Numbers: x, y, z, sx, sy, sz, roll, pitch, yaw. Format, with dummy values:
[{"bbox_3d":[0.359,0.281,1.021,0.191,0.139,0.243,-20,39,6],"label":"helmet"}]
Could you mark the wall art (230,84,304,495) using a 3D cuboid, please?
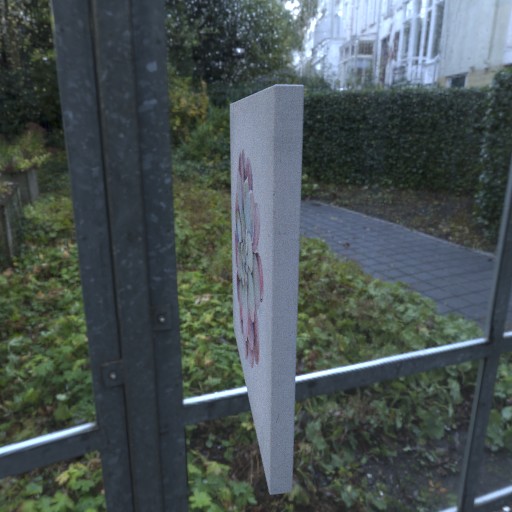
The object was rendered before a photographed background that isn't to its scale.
[{"bbox_3d":[0.000,0.000,0.900,0.044,0.605,0.605,-2,17,-8],"label":"wall art"}]
